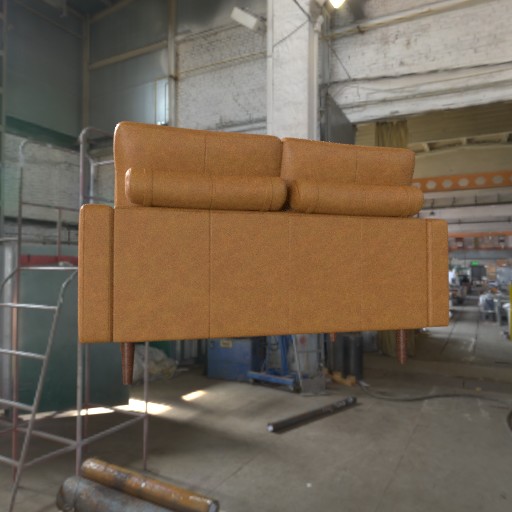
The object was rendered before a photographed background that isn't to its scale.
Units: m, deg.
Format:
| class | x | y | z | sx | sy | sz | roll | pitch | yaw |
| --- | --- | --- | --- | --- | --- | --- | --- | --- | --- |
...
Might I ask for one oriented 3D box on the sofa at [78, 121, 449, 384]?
| class | x | y | z | sx | sy | sz | roll | pitch | yaw |
| --- | --- | --- | --- | --- | --- | --- | --- | --- | --- |
| sofa | 0.000 | 0.000 | 1.962 | 1.430 | 0.898 | 0.868 | 1 | -2 | -18 |
